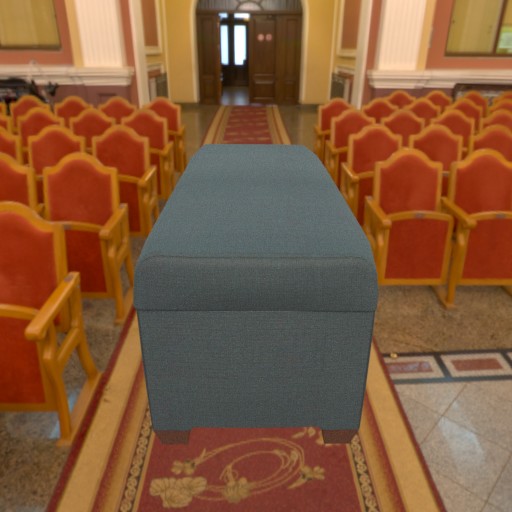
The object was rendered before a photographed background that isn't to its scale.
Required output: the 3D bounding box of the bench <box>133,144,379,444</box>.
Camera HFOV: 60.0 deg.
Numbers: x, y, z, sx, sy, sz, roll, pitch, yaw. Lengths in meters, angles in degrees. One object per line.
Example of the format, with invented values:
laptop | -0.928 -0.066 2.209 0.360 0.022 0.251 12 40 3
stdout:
bench | 0.000 0.000 1.290 0.476 0.474 0.995 0 25 0
